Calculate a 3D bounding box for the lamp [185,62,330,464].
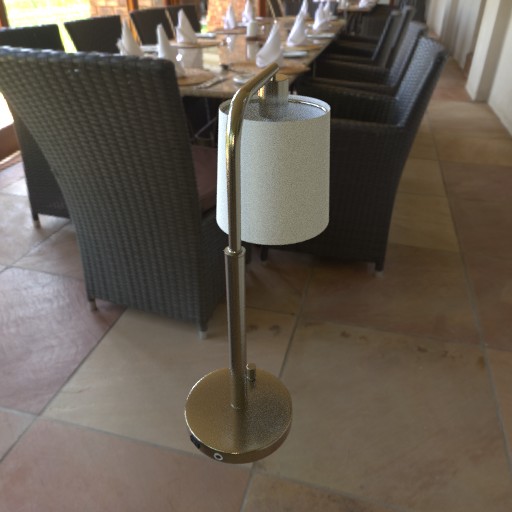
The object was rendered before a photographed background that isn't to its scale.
[{"bbox_3d":[0.000,0.000,0.629,0.171,0.489,0.333,10,33,16],"label":"lamp"}]
